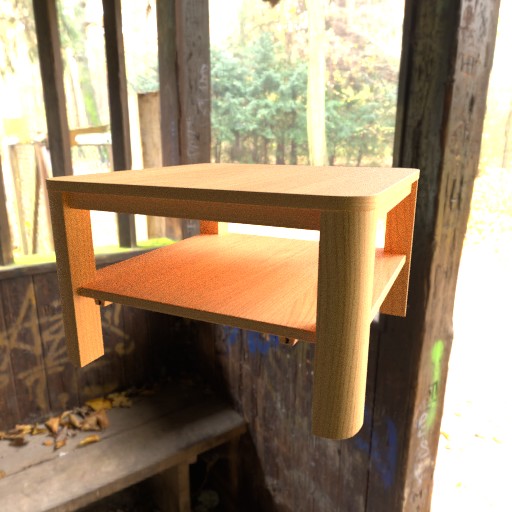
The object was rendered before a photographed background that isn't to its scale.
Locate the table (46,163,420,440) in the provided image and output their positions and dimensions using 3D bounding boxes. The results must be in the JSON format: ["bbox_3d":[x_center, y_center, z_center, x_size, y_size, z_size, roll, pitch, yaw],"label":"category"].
[{"bbox_3d":[0.000,0.000,1.221,0.750,0.450,0.750,7,16,25],"label":"table"}]
